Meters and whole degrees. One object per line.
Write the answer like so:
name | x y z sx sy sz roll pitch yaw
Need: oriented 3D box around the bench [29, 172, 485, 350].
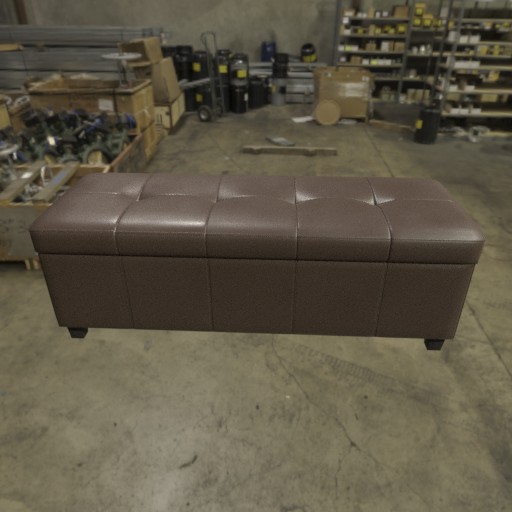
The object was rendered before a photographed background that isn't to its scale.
bench | 0.000 0.000 1.434 1.219 0.417 0.450 1 30 2
